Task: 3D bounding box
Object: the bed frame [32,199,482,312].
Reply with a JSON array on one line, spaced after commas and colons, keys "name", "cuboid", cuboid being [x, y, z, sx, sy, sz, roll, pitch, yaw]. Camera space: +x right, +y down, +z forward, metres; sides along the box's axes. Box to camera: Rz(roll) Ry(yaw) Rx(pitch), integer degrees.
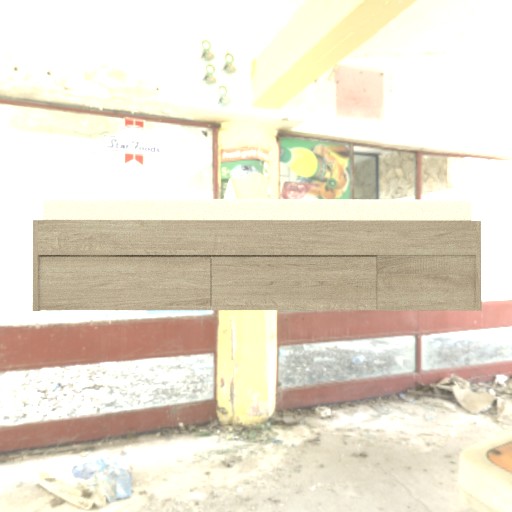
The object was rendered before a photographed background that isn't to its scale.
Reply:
[{"name": "bed frame", "cuboid": [0.000, 0.000, 2.642, 1.944, 0.490, 1.448, 0, -1, -1]}]
